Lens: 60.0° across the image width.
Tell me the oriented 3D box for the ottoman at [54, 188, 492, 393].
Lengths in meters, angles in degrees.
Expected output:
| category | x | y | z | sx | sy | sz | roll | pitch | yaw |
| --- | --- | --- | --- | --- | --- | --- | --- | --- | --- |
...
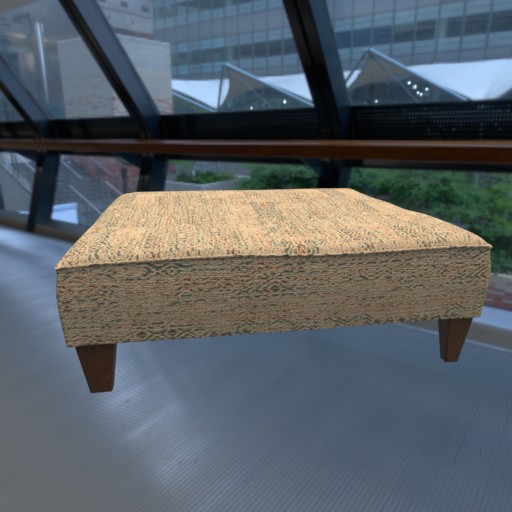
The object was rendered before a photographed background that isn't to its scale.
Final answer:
| category | x | y | z | sx | sy | sz | roll | pitch | yaw |
| --- | --- | --- | --- | --- | --- | --- | --- | --- | --- |
| ottoman | 0.000 | 0.000 | 1.470 | 1.004 | 0.356 | 0.968 | -3 | 17 | -9 |
